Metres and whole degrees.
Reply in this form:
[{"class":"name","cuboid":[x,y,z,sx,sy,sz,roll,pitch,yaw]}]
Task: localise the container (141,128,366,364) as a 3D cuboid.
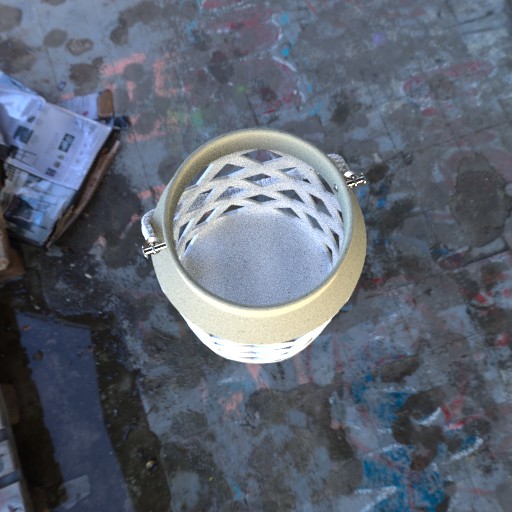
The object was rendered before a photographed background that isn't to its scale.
[{"class":"container","cuboid":[0.000,0.000,0.415,0.188,0.264,0.198,-19,77,-5]}]
